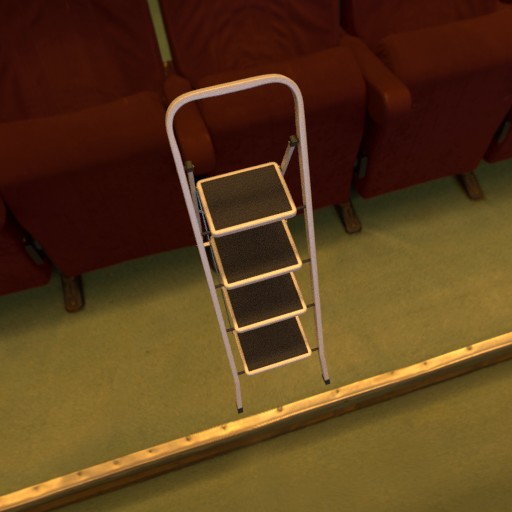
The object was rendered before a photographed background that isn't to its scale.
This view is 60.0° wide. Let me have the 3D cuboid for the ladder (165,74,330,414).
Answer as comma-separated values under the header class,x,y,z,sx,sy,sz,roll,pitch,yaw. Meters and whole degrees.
class,x,y,z,sx,sy,sz,roll,pitch,yaw
ladder,0.000,0.000,1.718,0.460,1.265,0.914,-16,65,-8
